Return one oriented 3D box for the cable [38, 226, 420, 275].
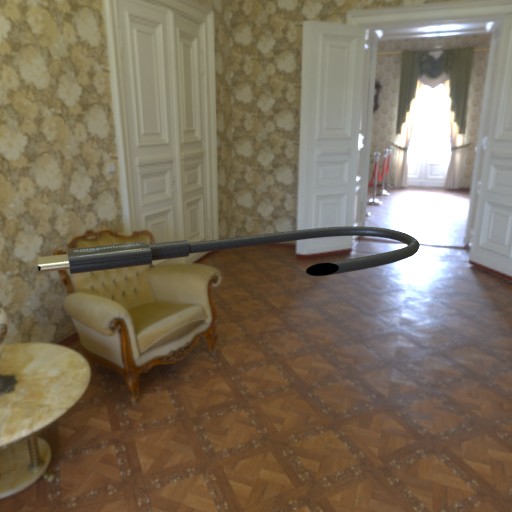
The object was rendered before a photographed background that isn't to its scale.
[{"bbox_3d":[0.000,0.000,0.111,0.098,0.006,0.040,-7,17,-24],"label":"cable"}]
